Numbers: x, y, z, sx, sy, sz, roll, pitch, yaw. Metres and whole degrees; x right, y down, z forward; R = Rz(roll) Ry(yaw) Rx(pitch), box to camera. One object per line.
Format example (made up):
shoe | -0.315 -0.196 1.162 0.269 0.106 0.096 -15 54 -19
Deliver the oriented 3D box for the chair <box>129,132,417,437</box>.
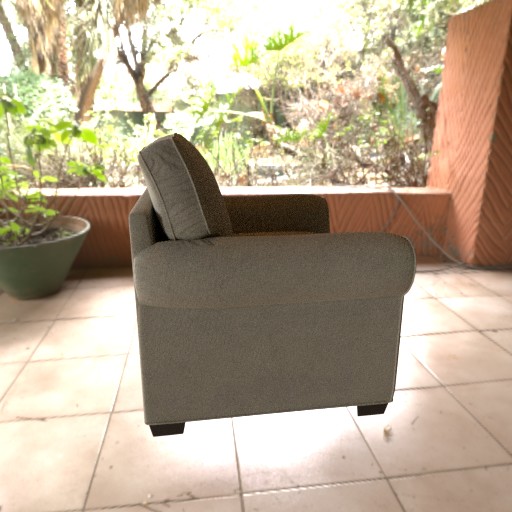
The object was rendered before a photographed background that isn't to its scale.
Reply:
chair | 0.000 0.000 1.943 0.939 1.044 1.147 -2 16 -8
